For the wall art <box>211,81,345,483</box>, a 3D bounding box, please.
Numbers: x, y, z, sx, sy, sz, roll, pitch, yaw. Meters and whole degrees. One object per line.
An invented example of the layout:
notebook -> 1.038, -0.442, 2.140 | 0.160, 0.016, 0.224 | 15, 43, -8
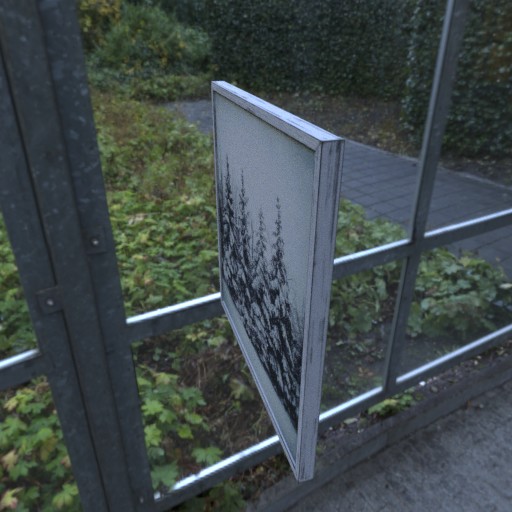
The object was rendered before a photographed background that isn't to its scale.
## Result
wall art -> 0.000, 0.000, 1.139 | 0.037, 0.761, 0.761 | -8, 29, -15
